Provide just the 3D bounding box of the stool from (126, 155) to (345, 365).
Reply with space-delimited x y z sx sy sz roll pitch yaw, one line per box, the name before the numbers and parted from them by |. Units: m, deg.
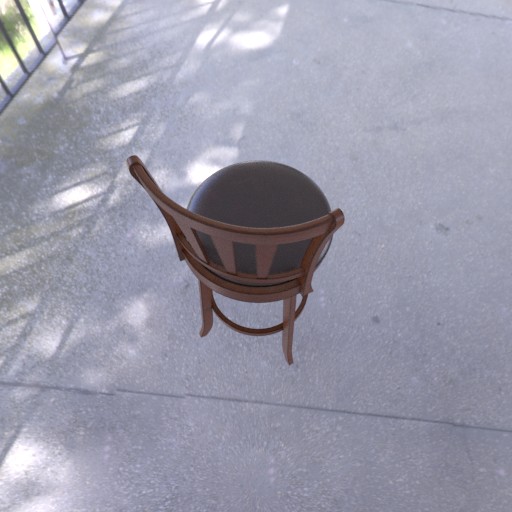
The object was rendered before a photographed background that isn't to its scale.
stool | 0.000 0.000 1.469 0.464 1.177 0.503 16 63 8
